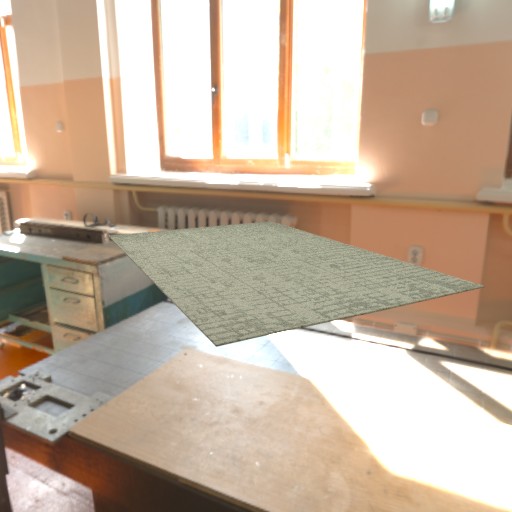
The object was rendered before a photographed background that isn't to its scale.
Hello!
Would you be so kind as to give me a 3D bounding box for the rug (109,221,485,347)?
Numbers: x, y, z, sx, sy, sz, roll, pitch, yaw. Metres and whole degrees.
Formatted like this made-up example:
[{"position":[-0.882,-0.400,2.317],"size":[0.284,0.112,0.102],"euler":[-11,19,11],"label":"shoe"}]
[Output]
[{"position":[0.000,0.000,2.358],"size":[1.211,0.007,1.827],"euler":[-7,16,-27],"label":"rug"}]
